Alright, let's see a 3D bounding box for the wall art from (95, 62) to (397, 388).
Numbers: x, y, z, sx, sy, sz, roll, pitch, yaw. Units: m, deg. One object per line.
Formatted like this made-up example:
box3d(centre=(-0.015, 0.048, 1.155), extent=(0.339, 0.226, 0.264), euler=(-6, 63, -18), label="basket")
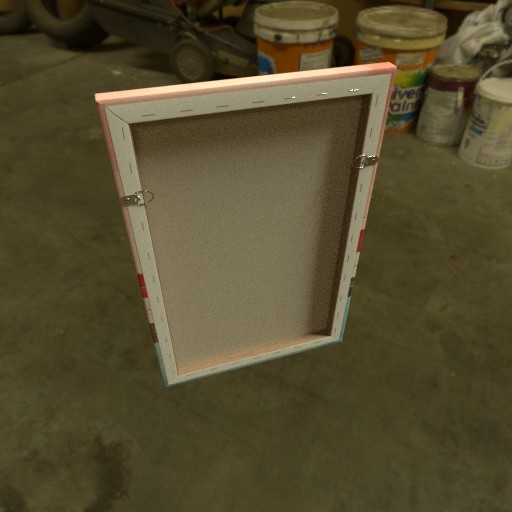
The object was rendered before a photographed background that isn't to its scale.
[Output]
box3d(centre=(0.000, 0.000, 1.169), extent=(0.610, 0.914, 0.038), euler=(-12, 42, -13), label="wall art")
